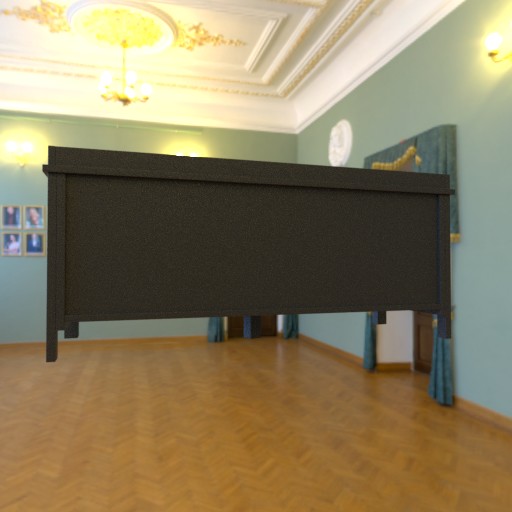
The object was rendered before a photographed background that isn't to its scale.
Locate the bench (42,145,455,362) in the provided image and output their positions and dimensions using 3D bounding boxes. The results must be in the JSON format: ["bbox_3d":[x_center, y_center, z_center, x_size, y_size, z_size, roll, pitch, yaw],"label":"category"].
[{"bbox_3d":[0.000,0.000,1.363,1.140,0.501,0.398,0,-1,-17],"label":"bench"}]
